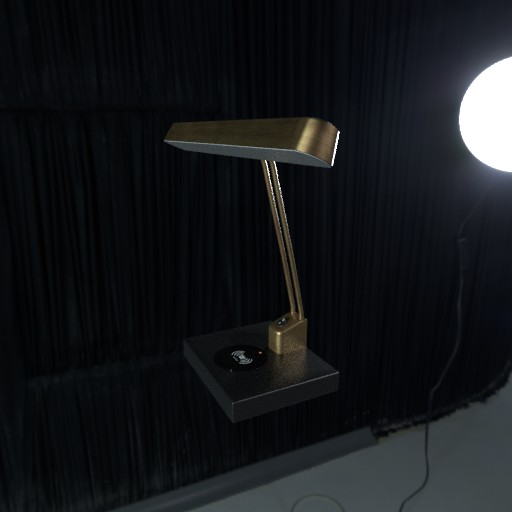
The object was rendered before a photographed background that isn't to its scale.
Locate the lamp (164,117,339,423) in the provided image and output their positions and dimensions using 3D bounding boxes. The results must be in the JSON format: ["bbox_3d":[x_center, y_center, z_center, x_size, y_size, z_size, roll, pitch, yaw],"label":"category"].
[{"bbox_3d":[0.000,0.000,0.592,0.156,0.345,0.412,-8,18,-26],"label":"lamp"}]
